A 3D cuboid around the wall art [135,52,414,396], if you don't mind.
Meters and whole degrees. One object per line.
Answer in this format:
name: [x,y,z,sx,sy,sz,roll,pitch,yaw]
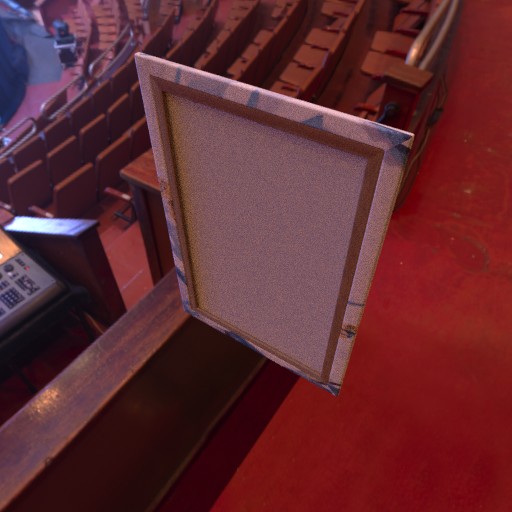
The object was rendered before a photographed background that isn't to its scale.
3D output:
wall art: [0.000,0.000,1.163,0.610,0.914,0.016,25,51,22]
